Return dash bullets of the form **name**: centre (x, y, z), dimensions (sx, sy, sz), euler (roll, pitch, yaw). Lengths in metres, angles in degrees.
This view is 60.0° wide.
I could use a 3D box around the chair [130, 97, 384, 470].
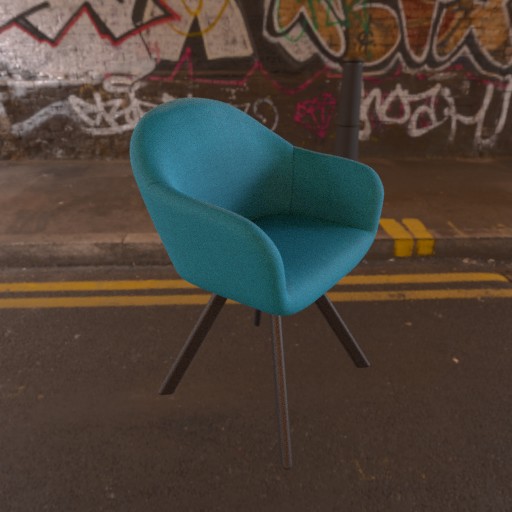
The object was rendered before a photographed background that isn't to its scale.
- **chair**: centre (0.000, 0.000, 1.214), dimensions (0.550, 0.795, 0.590), euler (17, 30, 32)
